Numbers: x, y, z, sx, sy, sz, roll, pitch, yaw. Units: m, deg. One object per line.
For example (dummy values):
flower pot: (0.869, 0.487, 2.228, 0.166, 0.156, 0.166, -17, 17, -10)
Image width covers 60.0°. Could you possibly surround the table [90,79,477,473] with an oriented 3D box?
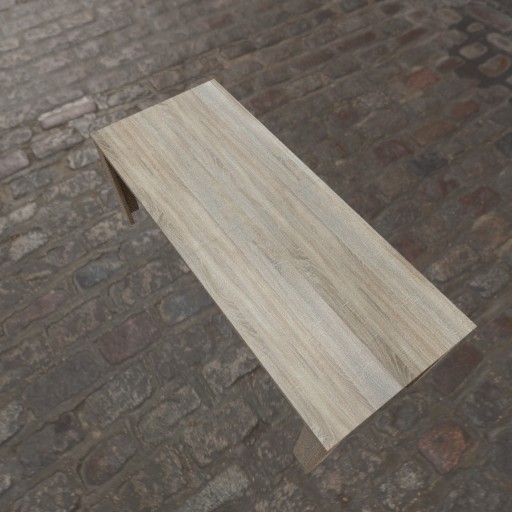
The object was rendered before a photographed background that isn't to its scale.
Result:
table: (0.000, 0.000, 2.692, 0.900, 0.790, 2.200, -32, 63, -18)
